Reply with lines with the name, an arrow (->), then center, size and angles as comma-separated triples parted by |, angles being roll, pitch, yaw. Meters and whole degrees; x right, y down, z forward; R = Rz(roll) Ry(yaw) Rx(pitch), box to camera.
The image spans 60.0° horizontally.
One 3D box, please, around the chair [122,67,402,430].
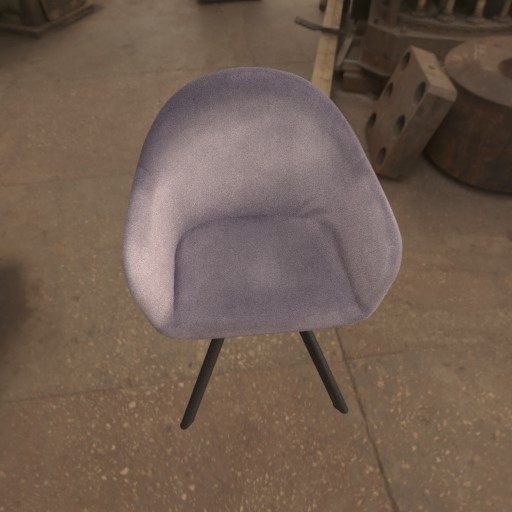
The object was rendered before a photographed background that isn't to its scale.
chair -> 0.000, 0.000, 1.153 | 0.570, 0.780, 0.540 | -4, 46, -4
